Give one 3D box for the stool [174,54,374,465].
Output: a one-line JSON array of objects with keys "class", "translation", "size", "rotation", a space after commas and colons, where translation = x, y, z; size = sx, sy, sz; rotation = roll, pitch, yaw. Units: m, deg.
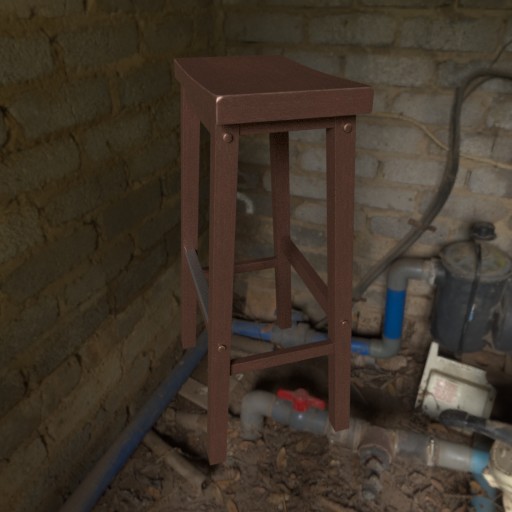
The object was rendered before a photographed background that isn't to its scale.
[{"class": "stool", "translation": [0.000, 0.000, 0.949], "size": [0.322, 0.742, 0.406], "rotation": [-9, 32, -14]}]
